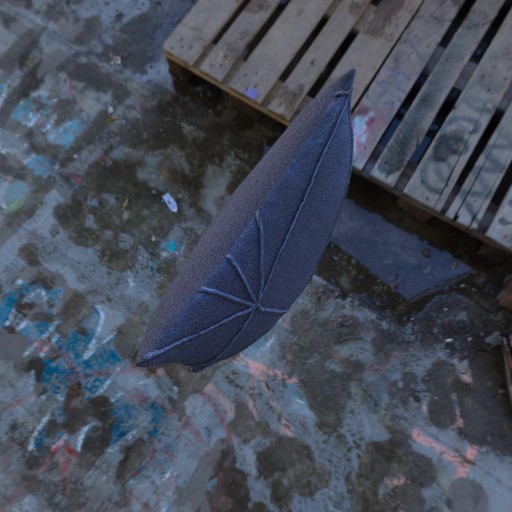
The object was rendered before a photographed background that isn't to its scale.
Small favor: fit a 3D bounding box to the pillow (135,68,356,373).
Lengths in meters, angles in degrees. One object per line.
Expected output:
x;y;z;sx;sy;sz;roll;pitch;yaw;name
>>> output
0.000;0.000;0.698;0.183;0.440;0.439;33;78;8;pillow
